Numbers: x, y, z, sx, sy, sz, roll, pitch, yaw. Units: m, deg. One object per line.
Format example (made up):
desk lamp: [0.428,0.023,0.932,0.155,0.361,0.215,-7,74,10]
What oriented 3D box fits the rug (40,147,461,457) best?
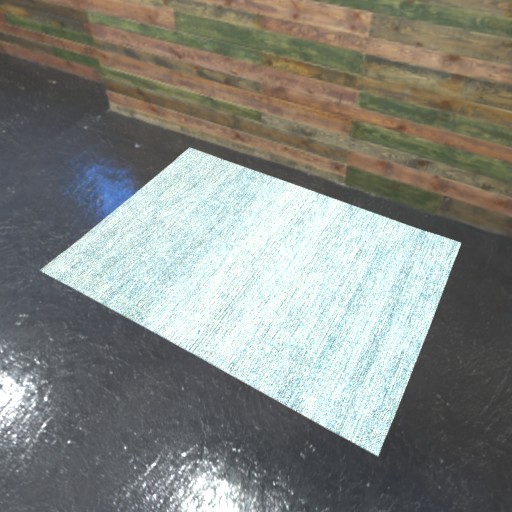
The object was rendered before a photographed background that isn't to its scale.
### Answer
rug: [0.000,0.000,2.888,2.260,0.026,1.611,23,51,21]
